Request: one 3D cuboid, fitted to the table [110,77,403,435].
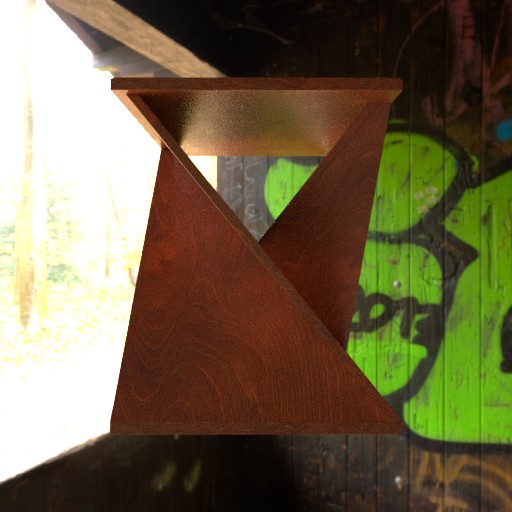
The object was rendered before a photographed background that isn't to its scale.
[{"bbox_3d":[0.000,0.000,0.859,0.427,0.520,0.427,0,0,0],"label":"table"}]
